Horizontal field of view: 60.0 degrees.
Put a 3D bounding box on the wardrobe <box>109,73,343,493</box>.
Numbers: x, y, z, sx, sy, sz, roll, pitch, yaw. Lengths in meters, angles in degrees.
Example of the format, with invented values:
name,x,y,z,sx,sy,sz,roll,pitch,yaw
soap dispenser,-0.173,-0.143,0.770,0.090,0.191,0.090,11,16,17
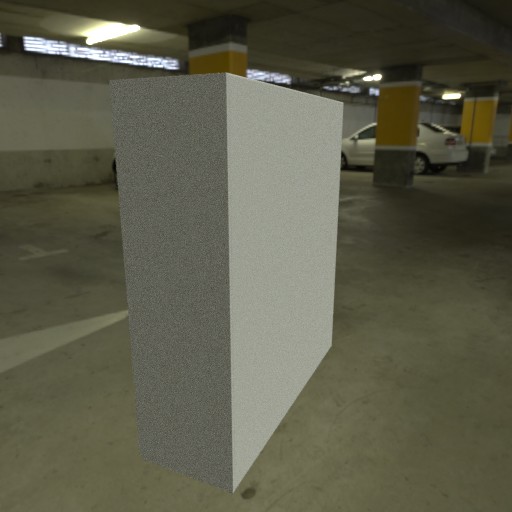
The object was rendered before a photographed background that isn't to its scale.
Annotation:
name,x,y,z,sx,sy,sz,roll,pitch,yaw
wardrobe,0.000,0.000,2.938,0.600,2.020,1.830,7,17,24
